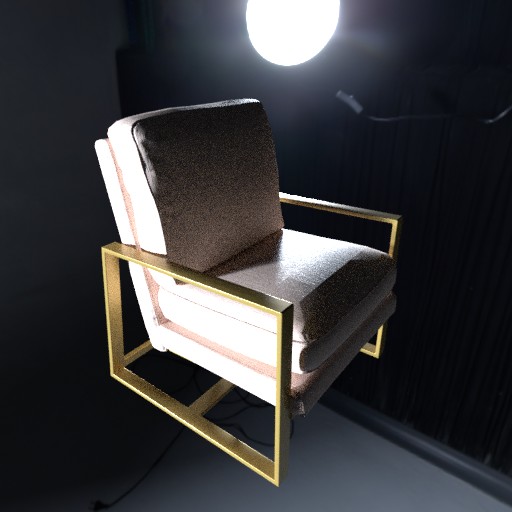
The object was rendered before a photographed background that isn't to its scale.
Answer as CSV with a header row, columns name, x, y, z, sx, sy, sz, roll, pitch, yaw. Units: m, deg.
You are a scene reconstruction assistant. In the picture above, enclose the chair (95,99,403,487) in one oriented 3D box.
name,x,y,z,sx,sy,sz,roll,pitch,yaw
chair,0.000,0.000,1.520,0.813,0.956,0.758,19,32,33
